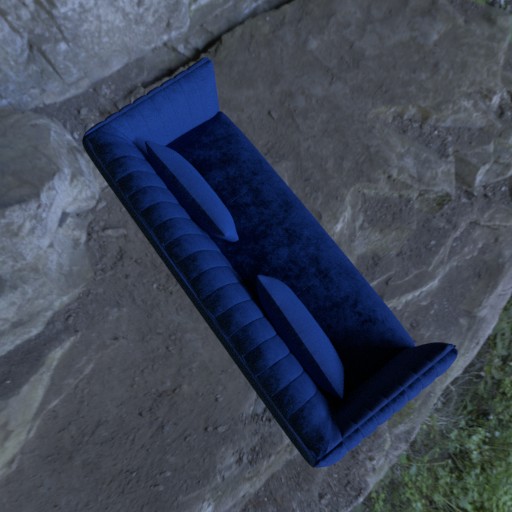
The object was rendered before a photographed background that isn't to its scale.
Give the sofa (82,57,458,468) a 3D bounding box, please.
[{"bbox_3d":[0.000,0.000,2.559,0.896,0.793,2.136,-36,77,-9],"label":"sofa"}]
